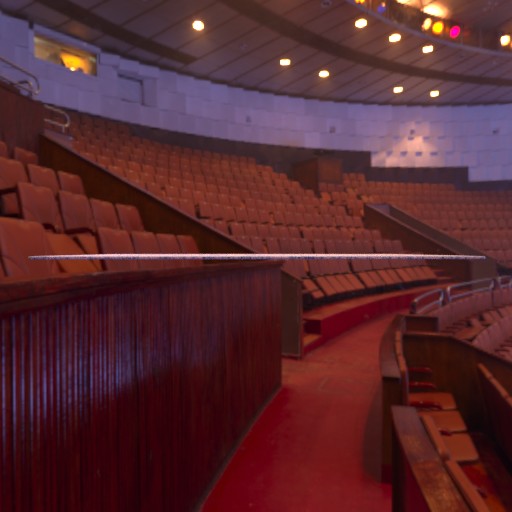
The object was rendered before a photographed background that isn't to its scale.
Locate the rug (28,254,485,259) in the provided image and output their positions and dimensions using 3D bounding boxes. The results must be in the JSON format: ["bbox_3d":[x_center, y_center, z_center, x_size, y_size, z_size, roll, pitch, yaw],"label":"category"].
[{"bbox_3d":[0.000,0.000,3.114,2.439,0.015,1.524,0,1,-2],"label":"rug"}]
